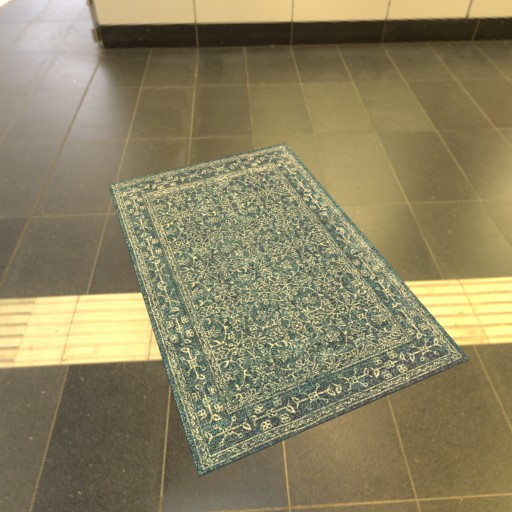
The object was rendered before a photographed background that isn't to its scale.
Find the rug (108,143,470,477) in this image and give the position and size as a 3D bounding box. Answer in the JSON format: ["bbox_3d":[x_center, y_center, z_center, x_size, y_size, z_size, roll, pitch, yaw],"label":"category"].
[{"bbox_3d":[0.000,0.000,2.292,1.200,0.005,1.819,-17,49,-16],"label":"rug"}]
